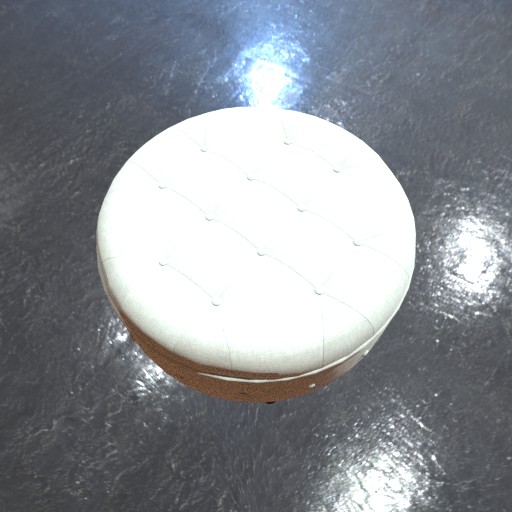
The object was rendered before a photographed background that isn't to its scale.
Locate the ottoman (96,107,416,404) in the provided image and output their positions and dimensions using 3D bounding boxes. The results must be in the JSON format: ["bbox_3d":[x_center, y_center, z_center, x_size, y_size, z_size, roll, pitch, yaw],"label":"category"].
[{"bbox_3d":[0.000,0.000,1.340,0.850,0.483,0.850,0,59,0],"label":"ottoman"}]
